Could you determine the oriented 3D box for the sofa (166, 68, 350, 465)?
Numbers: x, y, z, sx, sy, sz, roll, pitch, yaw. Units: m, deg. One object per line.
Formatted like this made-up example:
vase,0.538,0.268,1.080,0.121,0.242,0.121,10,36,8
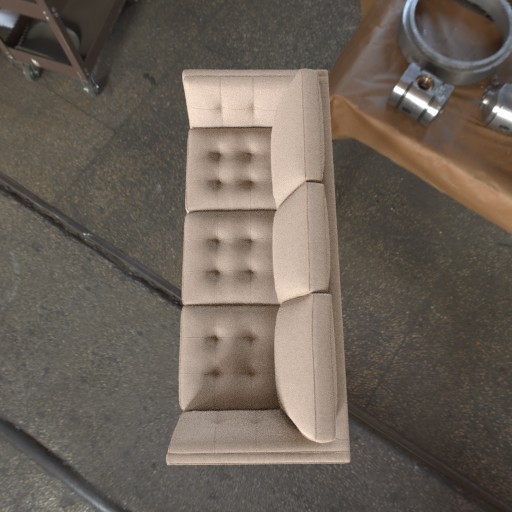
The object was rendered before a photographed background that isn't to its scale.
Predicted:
sofa,0.000,0.000,2.884,0.965,0.940,2.388,0,75,0
